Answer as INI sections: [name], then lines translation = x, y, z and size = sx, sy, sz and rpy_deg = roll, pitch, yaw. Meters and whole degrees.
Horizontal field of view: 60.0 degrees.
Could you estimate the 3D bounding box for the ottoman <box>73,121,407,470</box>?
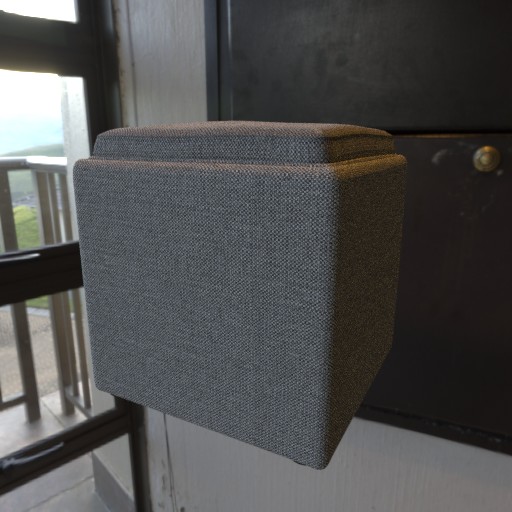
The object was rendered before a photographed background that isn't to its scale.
[ottoman]
translation = 0.000, 0.000, 0.840
size = 0.454, 0.487, 0.436
rpy_deg = 8, 17, 27
